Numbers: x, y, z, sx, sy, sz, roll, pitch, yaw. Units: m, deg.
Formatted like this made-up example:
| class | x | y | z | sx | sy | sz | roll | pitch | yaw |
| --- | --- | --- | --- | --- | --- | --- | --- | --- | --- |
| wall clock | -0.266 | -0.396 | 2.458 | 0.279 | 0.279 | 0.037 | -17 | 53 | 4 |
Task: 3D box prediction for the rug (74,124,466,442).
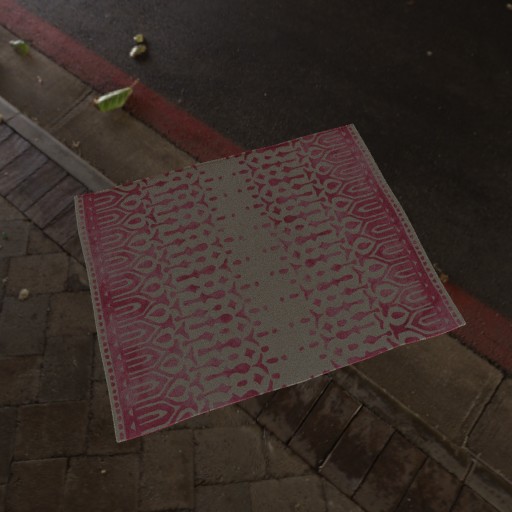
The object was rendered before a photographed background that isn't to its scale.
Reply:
| class | x | y | z | sx | sy | sz | roll | pitch | yaw |
| --- | --- | --- | --- | --- | --- | --- | --- | --- | --- |
| rug | 0.000 | 0.000 | 4.166 | 3.095 | 0.016 | 2.441 | -16 | 64 | -8 |
